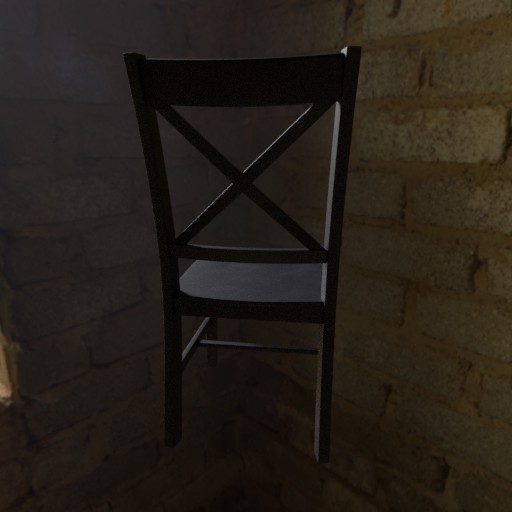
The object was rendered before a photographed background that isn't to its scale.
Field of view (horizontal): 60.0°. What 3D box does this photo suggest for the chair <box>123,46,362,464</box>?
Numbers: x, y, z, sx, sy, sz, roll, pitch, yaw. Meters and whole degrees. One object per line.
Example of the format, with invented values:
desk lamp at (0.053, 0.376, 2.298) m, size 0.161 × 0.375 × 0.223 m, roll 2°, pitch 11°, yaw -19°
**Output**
chair at (0.000, 0.000, 1.247) m, size 0.485 × 0.983 × 0.542 m, roll 2°, pitch 15°, yaw 8°
